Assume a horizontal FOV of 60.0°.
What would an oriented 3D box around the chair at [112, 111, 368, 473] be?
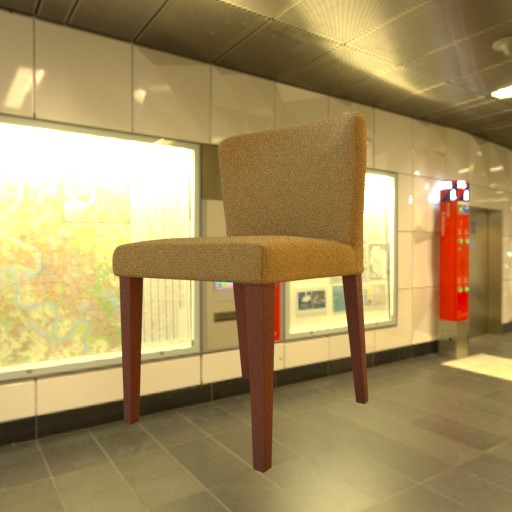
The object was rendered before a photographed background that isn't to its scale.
[{"bbox_3d":[0.000,0.000,1.201,0.491,0.839,0.589,0,1,36],"label":"chair"}]
